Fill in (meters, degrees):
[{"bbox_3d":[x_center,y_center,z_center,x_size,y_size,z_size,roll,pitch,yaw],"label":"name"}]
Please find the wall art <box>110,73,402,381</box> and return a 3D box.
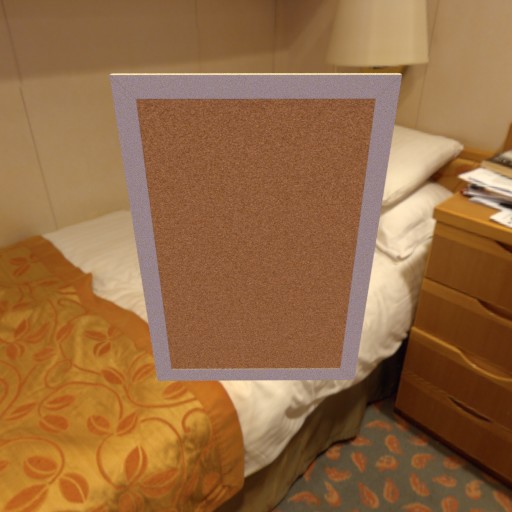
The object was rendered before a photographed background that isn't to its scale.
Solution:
[{"bbox_3d":[0.000,0.000,0.858,0.454,0.659,0.011,0,31,0],"label":"wall art"}]
